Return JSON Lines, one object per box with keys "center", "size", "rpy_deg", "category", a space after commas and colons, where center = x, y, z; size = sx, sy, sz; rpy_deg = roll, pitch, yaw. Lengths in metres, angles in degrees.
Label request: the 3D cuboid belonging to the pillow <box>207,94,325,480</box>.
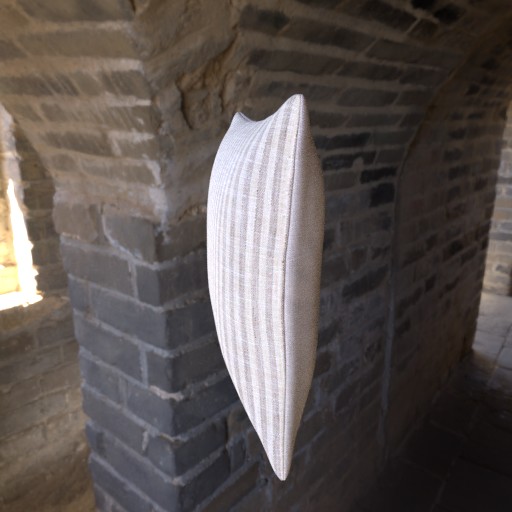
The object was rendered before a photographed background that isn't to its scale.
{"center": [0.000, 0.000, 0.795], "size": [0.166, 0.510, 0.523], "rpy_deg": [-3, 16, -9], "category": "pillow"}
